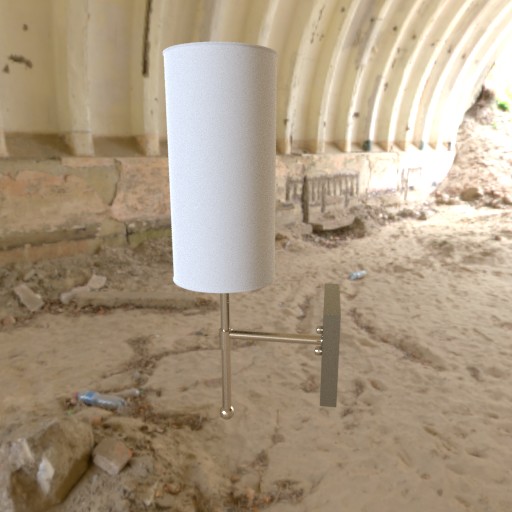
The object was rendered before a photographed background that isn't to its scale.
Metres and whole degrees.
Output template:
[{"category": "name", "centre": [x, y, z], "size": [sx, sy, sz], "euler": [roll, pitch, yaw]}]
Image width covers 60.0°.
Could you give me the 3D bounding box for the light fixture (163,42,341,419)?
[{"category": "light fixture", "centre": [0.000, 0.000, 0.546], "size": [0.208, 0.462, 0.128], "euler": [2, 14, 9]}]
